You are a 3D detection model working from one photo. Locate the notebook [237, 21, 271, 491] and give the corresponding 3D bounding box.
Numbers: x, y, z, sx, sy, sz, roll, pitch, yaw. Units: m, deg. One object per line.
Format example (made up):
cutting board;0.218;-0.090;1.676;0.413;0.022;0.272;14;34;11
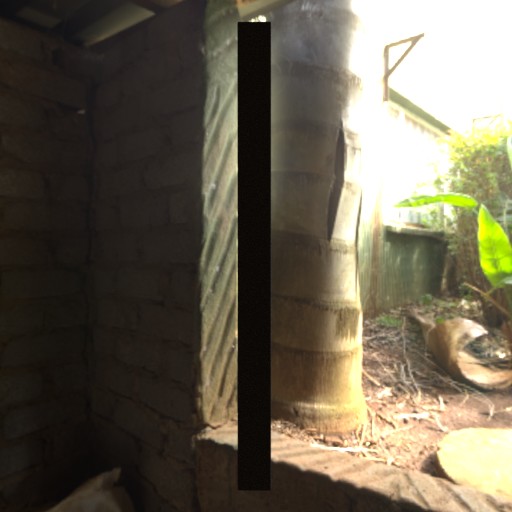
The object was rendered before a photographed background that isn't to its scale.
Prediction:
notebook;0.000;0.000;0.264;0.016;0.213;0.127;0;1;1
